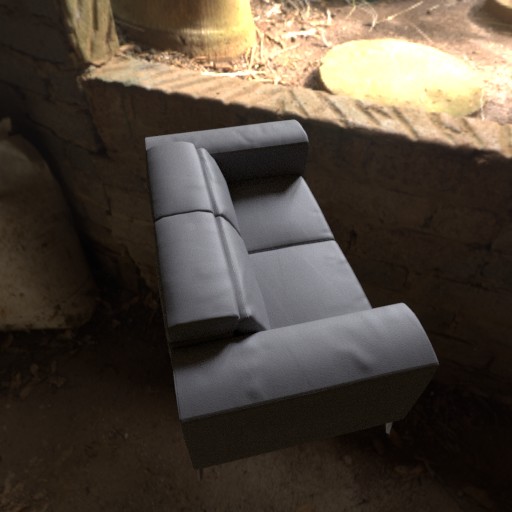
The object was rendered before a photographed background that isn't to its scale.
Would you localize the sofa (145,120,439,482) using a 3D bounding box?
[{"bbox_3d":[0.000,0.000,2.374,1.003,0.779,1.895,-10,47,-9],"label":"sofa"}]
